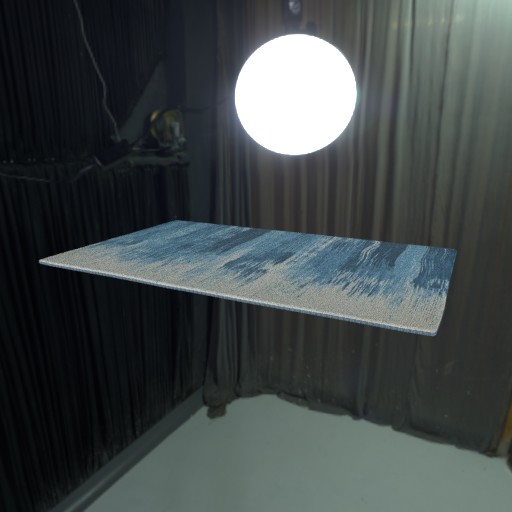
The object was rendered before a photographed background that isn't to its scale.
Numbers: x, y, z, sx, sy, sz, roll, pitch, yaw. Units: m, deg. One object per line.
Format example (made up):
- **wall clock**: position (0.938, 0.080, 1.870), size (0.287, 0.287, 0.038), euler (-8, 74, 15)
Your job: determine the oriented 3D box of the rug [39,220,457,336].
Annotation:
- **rug**: position (0.000, 0.000, 3.026), size (2.450, 0.027, 1.540), euler (8, 17, 25)
